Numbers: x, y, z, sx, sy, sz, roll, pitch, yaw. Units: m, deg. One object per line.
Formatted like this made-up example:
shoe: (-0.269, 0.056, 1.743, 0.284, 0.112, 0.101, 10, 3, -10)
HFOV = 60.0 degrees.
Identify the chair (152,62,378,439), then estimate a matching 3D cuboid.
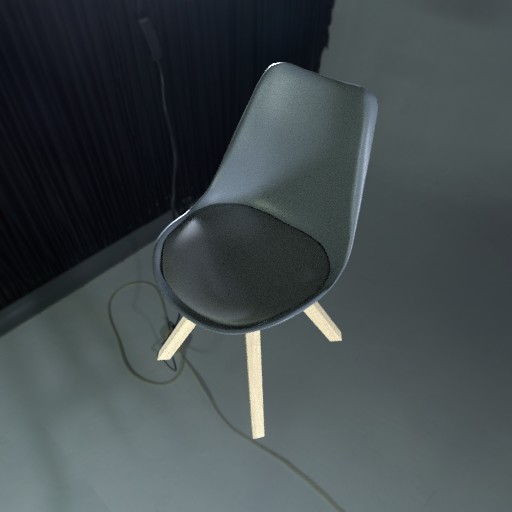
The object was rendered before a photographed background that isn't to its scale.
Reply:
chair: (0.000, 0.000, 1.230, 0.485, 0.850, 0.550, 30, 53, 26)
